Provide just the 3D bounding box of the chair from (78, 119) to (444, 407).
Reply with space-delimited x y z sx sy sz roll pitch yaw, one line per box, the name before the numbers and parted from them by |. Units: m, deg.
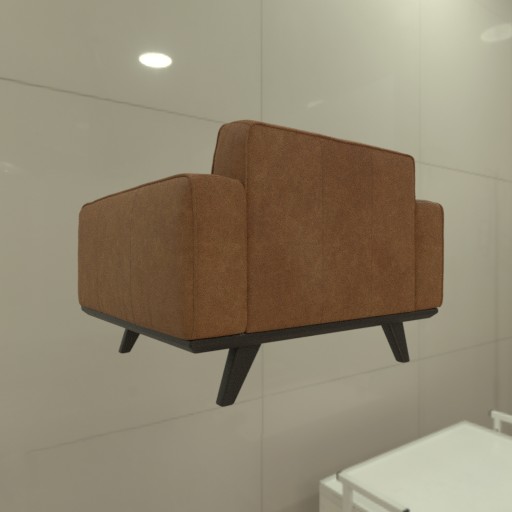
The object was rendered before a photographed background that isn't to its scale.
chair | 0.000 0.000 1.720 1.118 0.782 0.952 0 1 -36
